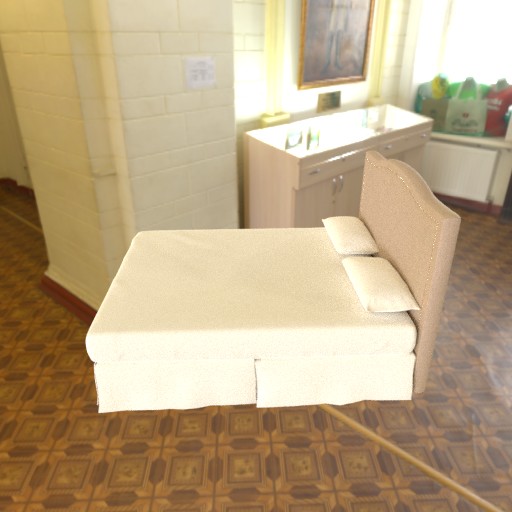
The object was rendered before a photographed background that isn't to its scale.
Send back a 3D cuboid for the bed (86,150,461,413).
[{"bbox_3d":[0.000,0.000,3.516,2.282,1.436,1.821,-1,26,-2],"label":"bed"}]
